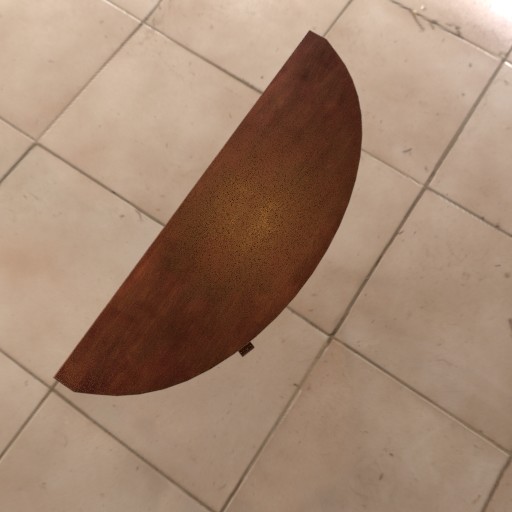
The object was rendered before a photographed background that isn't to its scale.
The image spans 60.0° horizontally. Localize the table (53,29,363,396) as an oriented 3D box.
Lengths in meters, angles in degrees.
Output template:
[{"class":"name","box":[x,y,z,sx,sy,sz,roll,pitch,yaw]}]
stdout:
[{"class":"table","box":[0.000,0.000,1.509,0.394,0.699,1.198,32,78,8]}]
